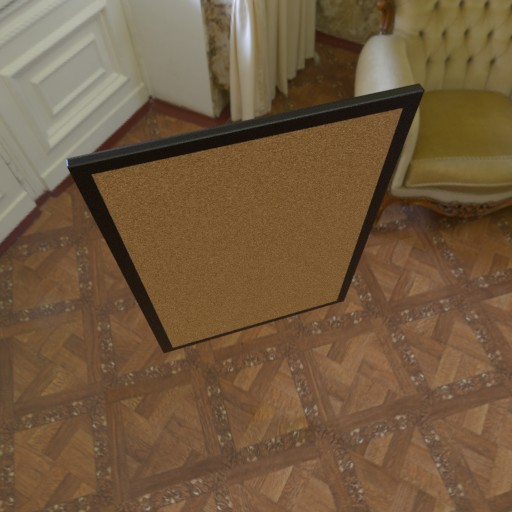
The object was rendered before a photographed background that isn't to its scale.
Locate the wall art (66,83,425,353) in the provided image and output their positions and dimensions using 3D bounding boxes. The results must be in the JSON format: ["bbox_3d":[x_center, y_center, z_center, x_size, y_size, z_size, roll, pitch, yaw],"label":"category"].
[{"bbox_3d":[0.000,0.000,0.854,0.480,0.657,0.016,-15,59,-9],"label":"wall art"}]
